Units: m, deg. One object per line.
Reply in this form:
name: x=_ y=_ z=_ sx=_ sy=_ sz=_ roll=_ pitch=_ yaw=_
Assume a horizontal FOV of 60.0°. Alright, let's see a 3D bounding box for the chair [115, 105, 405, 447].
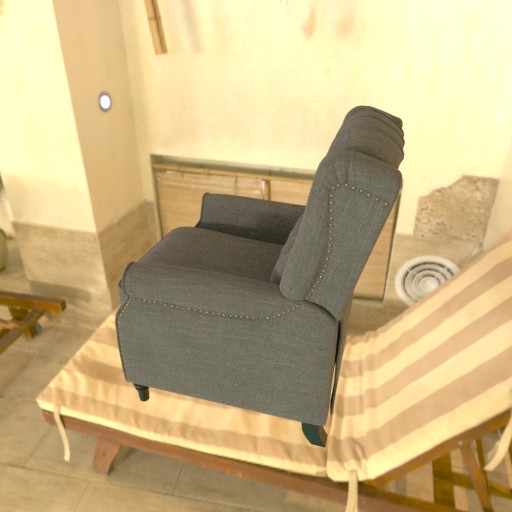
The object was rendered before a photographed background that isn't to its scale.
chair: x=0.000 y=0.000 z=1.609 sx=0.898 sy=1.035 sz=0.742 roll=8 pitch=30 yaw=14
